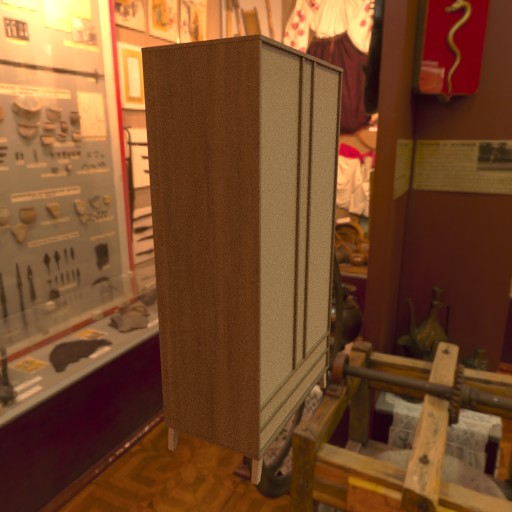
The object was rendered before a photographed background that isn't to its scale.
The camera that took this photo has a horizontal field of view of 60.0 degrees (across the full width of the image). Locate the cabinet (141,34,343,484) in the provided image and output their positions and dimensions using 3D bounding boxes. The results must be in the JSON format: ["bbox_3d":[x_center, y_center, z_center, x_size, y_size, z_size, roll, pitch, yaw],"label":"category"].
[{"bbox_3d":[0.000,0.000,2.443,0.571,1.999,1.006,8,17,27],"label":"cabinet"}]
